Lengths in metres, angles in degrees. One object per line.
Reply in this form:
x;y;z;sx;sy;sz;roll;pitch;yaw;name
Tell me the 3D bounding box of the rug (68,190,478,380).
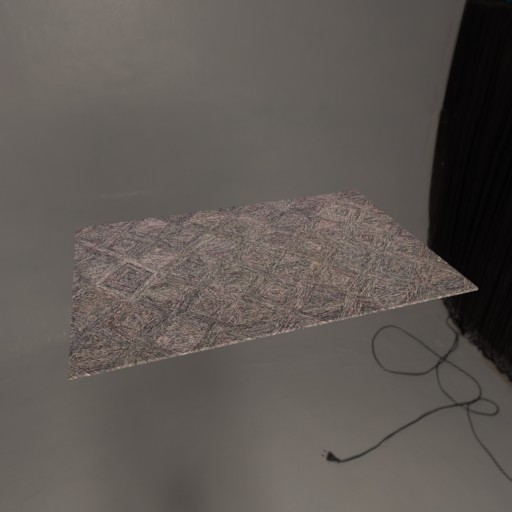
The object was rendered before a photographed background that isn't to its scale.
0.000;0.000;2.945;2.298;0.017;1.501;-10;34;-15;rug
